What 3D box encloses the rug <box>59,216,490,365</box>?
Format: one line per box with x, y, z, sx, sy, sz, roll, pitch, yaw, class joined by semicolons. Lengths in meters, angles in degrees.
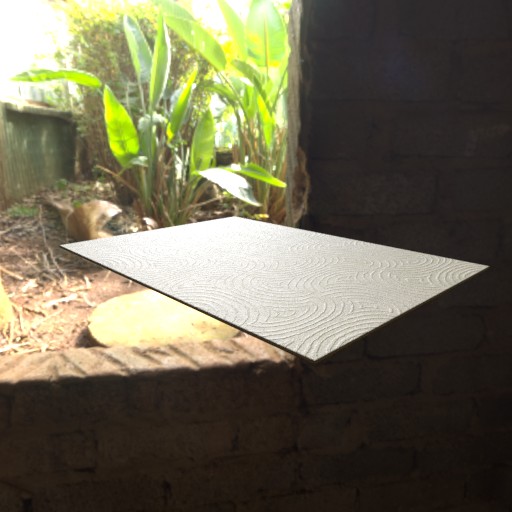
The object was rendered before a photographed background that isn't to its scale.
0.000;0.000;2.669;1.526;0.015;2.132;-14;21;-42;rug
